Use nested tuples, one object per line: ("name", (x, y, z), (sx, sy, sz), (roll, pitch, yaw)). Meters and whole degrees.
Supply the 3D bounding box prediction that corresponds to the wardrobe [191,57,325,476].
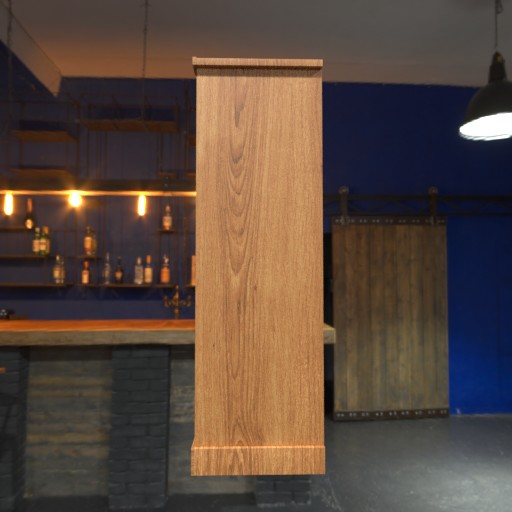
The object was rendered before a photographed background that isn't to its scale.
("wardrobe", (0.000, 0.000, 2.198), (0.570, 1.870, 0.590), (0, -2, -2))
